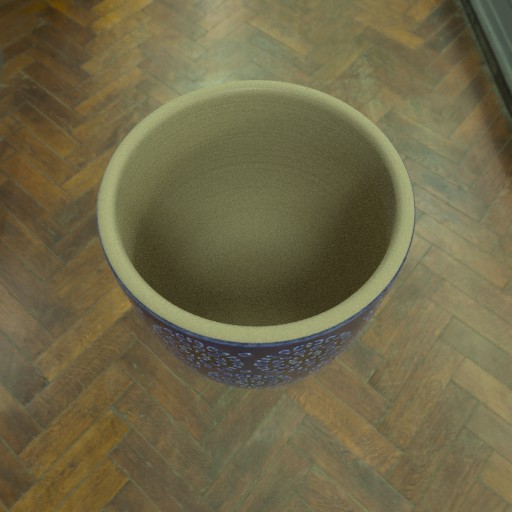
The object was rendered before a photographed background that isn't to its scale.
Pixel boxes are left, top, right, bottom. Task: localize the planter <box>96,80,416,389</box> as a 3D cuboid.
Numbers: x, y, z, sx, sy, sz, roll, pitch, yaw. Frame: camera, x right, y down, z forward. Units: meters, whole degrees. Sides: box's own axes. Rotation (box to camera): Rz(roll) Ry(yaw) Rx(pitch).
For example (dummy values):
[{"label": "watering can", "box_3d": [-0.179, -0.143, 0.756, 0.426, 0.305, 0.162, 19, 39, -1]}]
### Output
[{"label": "planter", "box_3d": [0.000, 0.000, 0.293, 0.165, 0.149, 0.165, 0, 62, 0]}]
